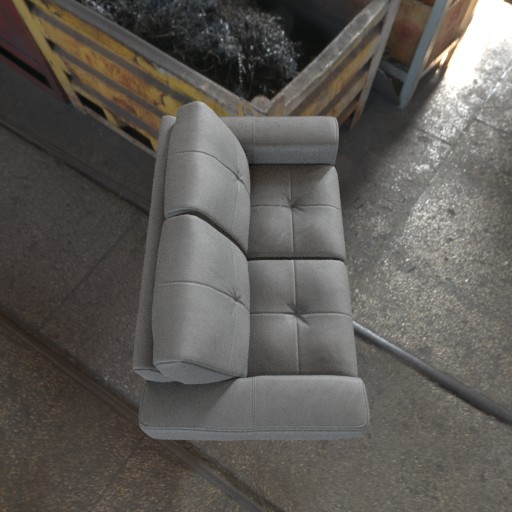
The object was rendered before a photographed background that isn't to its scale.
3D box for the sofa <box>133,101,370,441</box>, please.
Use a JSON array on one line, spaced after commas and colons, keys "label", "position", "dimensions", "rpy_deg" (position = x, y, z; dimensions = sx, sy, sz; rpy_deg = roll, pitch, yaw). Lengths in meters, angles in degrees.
[{"label": "sofa", "position": [0.000, 0.000, 2.354], "dimensions": [1.018, 0.907, 1.806], "rpy_deg": [0, 64, 0]}]
